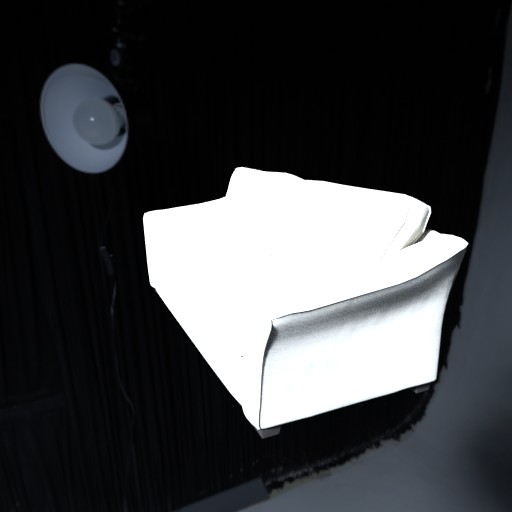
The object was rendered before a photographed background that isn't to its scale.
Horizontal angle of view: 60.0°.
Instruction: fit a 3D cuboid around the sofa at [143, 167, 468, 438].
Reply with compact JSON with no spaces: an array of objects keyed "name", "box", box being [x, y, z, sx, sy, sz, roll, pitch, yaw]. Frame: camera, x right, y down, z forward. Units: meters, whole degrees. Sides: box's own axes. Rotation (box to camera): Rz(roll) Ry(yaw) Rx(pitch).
[{"name":"sofa","box":[0.000,0.000,2.731,0.980,0.965,2.270,-7,17,-24]}]
